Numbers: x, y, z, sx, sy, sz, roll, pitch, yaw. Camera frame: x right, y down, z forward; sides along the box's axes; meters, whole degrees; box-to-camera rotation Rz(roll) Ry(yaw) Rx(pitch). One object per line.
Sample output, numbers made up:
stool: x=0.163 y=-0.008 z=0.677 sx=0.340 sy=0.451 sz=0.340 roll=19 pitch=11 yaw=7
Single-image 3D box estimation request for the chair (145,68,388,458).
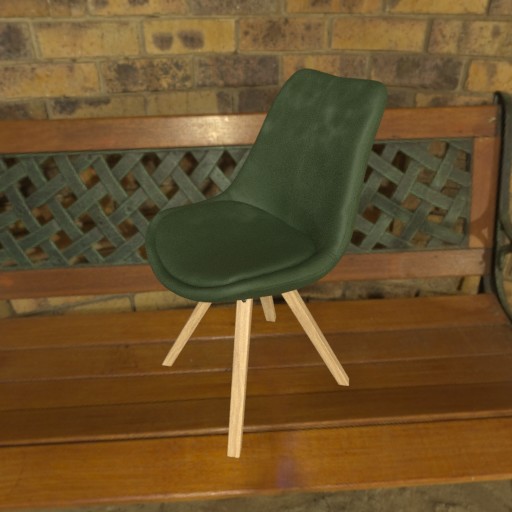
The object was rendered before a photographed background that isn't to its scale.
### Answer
chair: x=0.000 y=0.000 z=1.183 sx=0.547 sy=0.865 sz=0.483 roll=-20 pitch=36 yaw=-30
